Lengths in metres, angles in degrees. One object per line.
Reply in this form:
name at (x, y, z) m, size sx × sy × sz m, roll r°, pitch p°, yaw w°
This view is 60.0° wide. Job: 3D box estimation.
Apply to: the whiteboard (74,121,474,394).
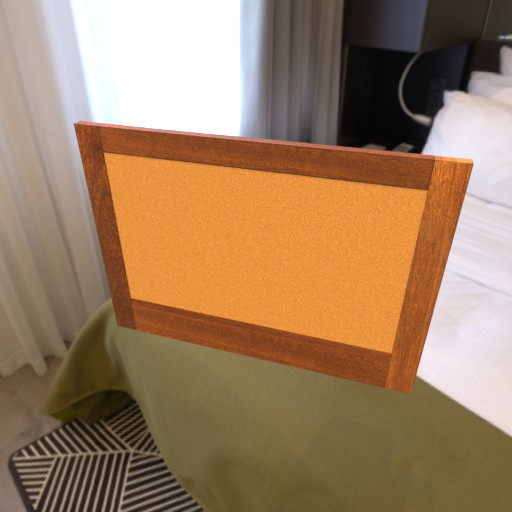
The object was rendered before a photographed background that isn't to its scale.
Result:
whiteboard at (0.000, 0.000, 1.016) m, size 0.783 × 0.559 × 0.083 m, roll 10°, pitch 33°, yaw 15°
